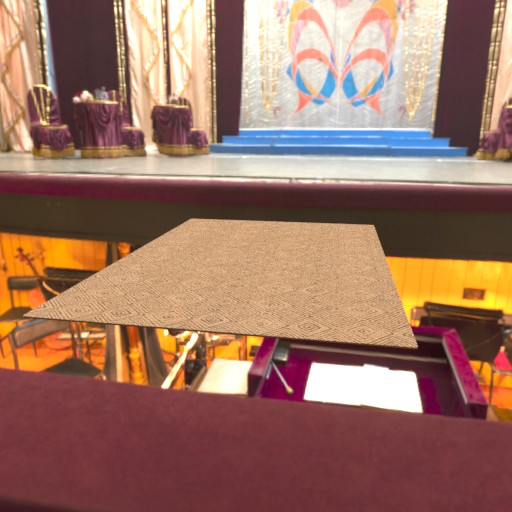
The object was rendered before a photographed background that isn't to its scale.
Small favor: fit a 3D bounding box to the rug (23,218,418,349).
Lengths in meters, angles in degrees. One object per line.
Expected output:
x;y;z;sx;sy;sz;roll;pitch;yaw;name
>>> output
0.000;0.000;2.788;1.593;0.008;2.238;3;16;10;rug
